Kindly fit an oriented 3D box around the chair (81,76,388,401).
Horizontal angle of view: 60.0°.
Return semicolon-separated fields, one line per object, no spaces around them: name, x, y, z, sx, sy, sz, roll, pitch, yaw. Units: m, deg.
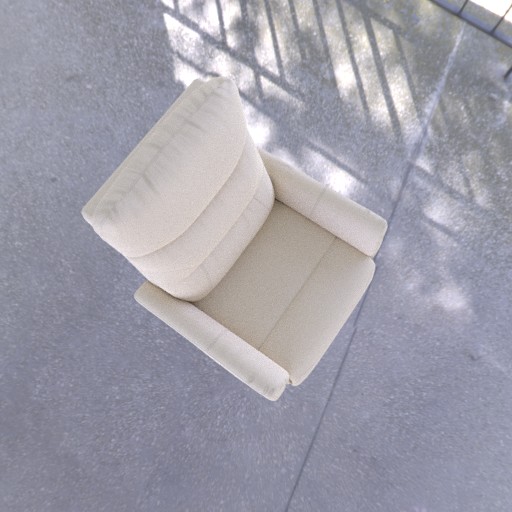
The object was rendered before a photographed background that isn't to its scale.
chair;0.000;0.000;1.615;0.831;1.082;0.775;35;78;8
